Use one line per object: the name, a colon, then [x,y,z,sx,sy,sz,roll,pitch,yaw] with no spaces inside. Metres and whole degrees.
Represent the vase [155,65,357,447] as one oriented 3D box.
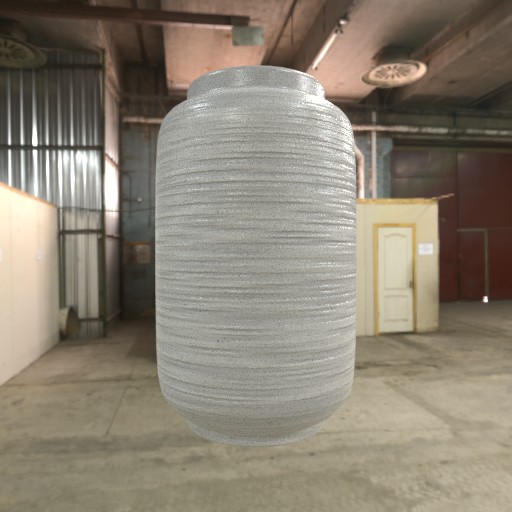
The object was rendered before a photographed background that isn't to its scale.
vase: [0.000,0.000,0.456,0.202,0.335,0.202,0,1,0]
